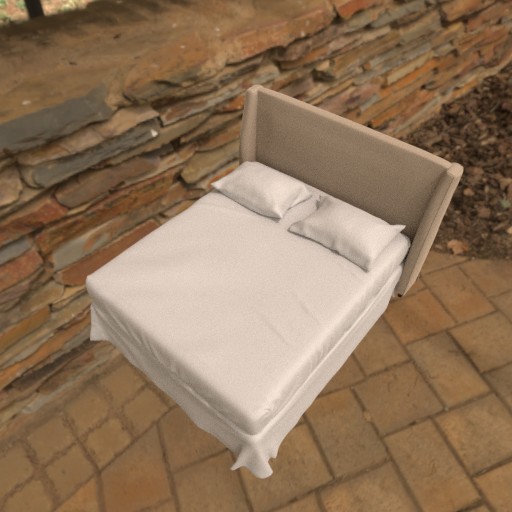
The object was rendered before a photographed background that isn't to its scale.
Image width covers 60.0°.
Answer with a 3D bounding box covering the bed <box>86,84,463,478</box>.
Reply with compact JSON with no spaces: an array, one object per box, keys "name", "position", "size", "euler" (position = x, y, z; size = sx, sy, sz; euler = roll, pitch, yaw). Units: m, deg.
[{"name":"bed","position":[0.000,0.000,3.383],"size":[1.925,1.332,2.276],"euler":[32,55,26]}]
